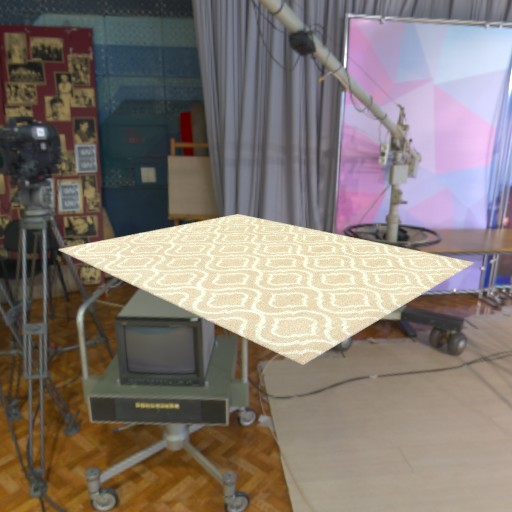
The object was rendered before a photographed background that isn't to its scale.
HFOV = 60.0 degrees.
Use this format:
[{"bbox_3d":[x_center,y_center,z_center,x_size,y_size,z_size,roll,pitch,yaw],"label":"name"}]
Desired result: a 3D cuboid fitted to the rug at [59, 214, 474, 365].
[{"bbox_3d":[0.000,0.000,3.919,2.894,0.013,2.286,16,23,42],"label":"rug"}]
